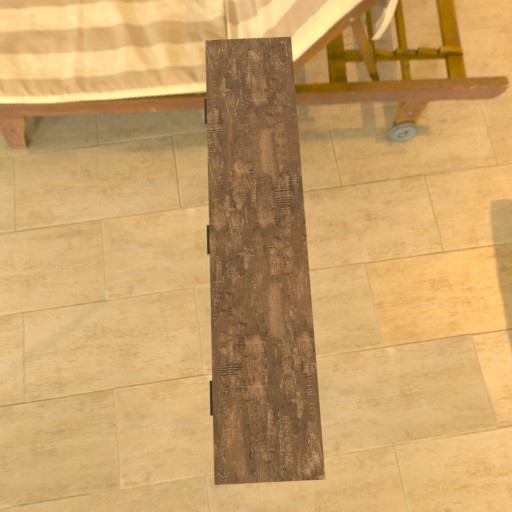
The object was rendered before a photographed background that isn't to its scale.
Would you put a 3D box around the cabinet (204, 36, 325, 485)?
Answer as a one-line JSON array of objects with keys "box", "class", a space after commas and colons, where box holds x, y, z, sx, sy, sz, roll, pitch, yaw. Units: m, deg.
[{"box": [0.000, 0.000, 2.111, 0.395, 0.762, 1.800, -3, 76, -1], "class": "cabinet"}]
